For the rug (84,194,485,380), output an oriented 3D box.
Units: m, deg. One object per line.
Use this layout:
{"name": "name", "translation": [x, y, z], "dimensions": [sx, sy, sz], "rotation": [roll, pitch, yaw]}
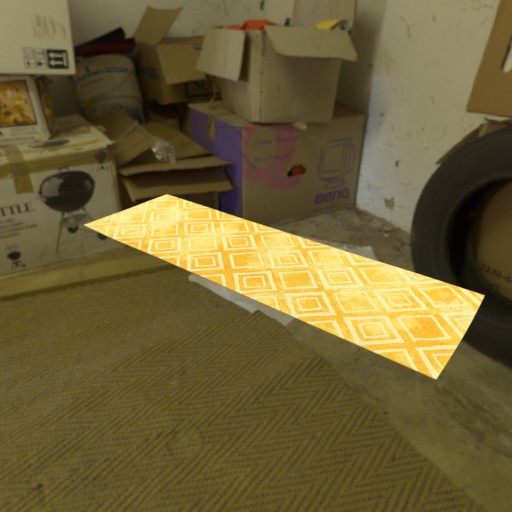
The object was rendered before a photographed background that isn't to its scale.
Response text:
{"name": "rug", "translation": [0.000, 0.000, 2.695], "dimensions": [2.438, 0.010, 0.775], "rotation": [20, 35, 33]}
